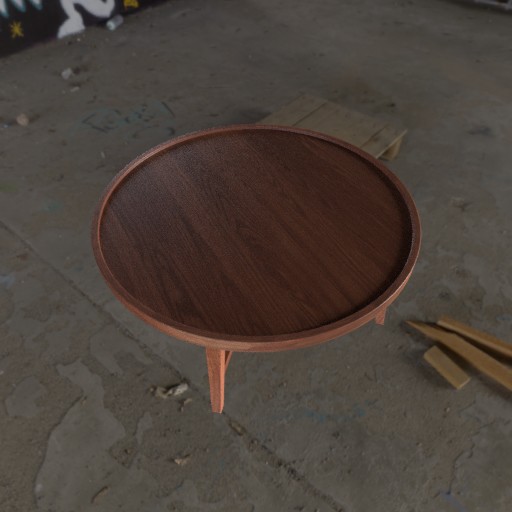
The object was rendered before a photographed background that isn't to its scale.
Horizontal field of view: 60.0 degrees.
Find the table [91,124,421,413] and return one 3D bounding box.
[{"bbox_3d":[0.000,0.000,1.238,0.800,0.360,0.800,0,46,0],"label":"table"}]
